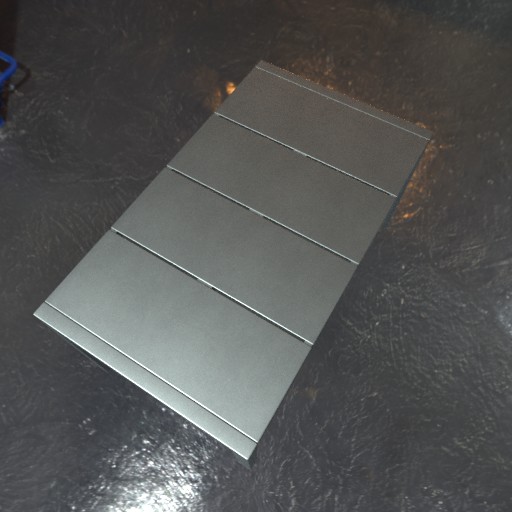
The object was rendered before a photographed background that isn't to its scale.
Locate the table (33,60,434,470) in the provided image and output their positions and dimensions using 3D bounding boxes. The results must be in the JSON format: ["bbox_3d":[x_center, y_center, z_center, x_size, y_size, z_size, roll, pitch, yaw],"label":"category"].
[{"bbox_3d":[0.000,0.000,1.296,0.559,0.460,0.965,29,66,14],"label":"table"}]
